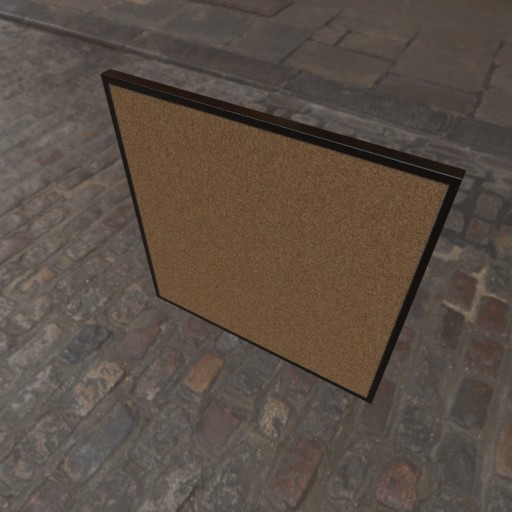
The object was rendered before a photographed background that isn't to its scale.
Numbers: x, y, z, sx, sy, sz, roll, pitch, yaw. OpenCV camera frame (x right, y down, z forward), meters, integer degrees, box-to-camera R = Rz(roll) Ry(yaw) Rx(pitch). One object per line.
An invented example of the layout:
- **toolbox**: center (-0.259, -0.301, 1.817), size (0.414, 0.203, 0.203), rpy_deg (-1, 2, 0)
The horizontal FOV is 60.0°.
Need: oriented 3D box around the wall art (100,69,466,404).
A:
- **wall art**: center (0.000, 0.000, 0.507), size (0.349, 0.349, 0.014), rpy_deg (23, 50, 21)
